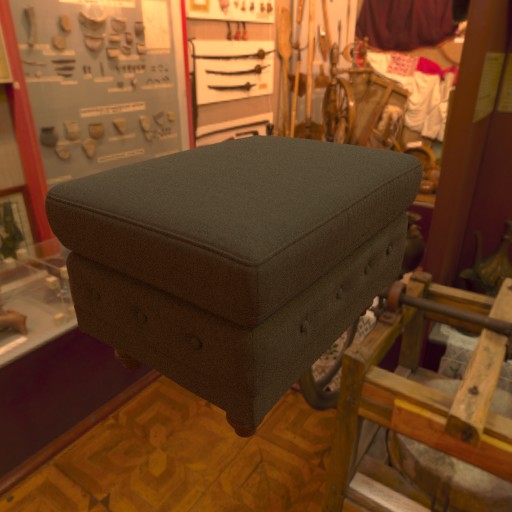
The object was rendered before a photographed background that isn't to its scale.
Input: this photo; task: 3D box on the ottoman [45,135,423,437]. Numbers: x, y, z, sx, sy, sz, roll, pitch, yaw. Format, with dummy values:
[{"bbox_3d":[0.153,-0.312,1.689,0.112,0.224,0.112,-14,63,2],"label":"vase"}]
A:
[{"bbox_3d":[0.000,0.000,1.122,0.569,0.500,0.771,17,30,32],"label":"ottoman"}]
